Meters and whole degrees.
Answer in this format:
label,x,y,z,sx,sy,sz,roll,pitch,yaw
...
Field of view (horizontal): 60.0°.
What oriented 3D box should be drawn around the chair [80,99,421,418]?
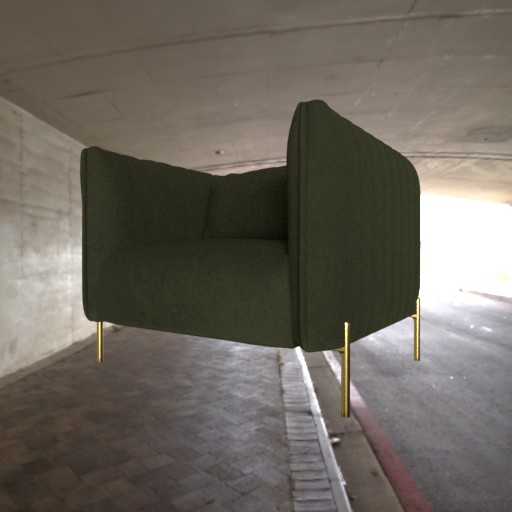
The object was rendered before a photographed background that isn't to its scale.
label,x,y,z,sx,sy,sz,roll,pitch,yaw
chair,0.000,0.000,1.653,1.032,0.794,0.877,0,1,34
